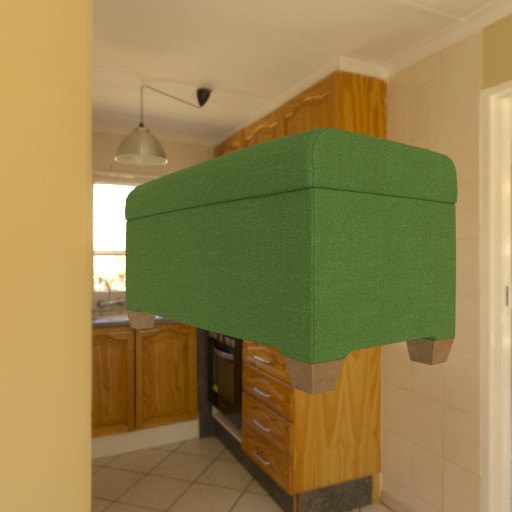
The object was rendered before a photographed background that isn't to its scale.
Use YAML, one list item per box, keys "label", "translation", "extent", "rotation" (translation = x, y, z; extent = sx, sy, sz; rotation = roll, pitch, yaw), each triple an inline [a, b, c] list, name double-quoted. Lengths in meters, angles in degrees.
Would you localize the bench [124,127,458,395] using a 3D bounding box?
- label: "bench"
  translation: [0.000, 0.000, 1.301]
  extent: [0.505, 0.501, 0.989]
  rotation: [0, 0, -36]
